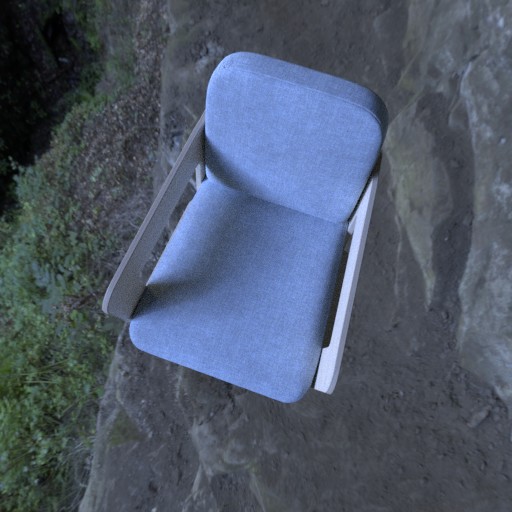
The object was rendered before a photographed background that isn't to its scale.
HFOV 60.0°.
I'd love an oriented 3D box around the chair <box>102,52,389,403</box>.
[{"bbox_3d":[0.000,0.000,1.274,0.590,0.800,0.710,19,76,5],"label":"chair"}]
